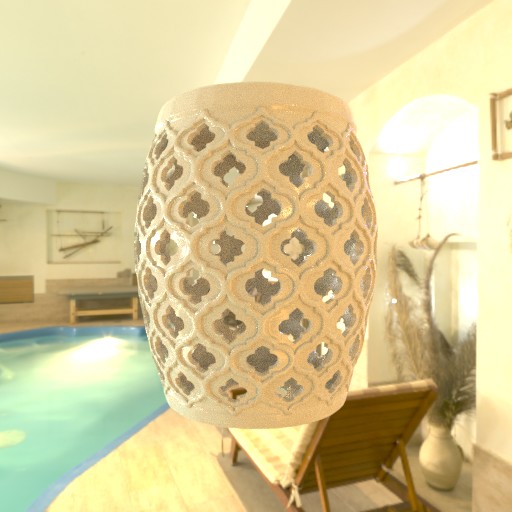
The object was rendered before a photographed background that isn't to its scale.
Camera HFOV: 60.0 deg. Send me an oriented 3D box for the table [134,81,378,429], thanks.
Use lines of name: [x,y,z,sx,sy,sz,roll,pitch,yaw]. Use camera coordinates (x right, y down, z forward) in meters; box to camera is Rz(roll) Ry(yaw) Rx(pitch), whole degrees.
table: [0.000,0.000,0.614,0.325,0.388,0.325,0,1,0]
